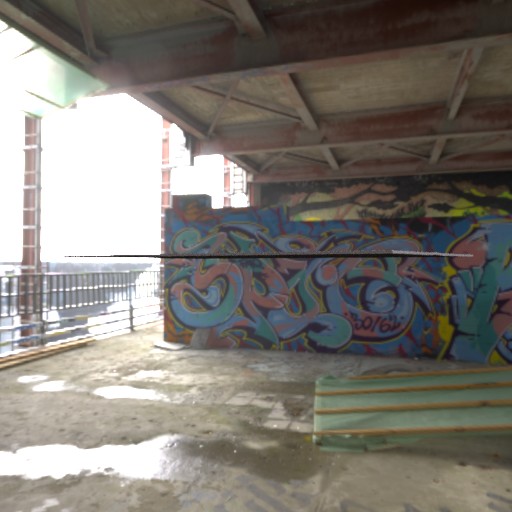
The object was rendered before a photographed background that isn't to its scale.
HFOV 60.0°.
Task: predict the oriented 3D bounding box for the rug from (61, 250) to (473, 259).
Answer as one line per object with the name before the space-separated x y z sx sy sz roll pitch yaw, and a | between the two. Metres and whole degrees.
rug | 0.000 0.000 1.076 0.867 0.007 0.515 -1 -1 37
